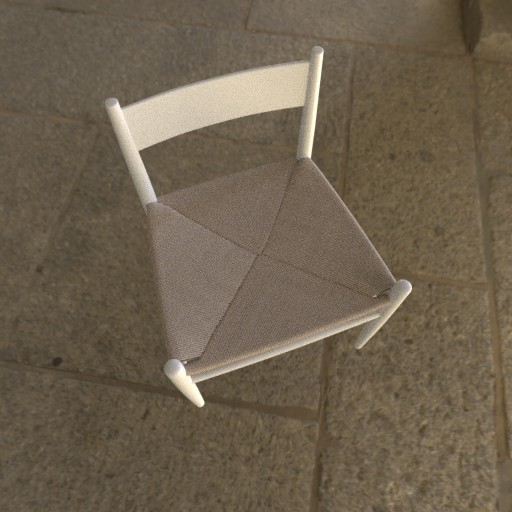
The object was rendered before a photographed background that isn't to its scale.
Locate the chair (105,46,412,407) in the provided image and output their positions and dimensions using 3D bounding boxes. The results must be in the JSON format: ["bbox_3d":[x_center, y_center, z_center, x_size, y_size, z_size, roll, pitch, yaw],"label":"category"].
[{"bbox_3d":[0.000,0.000,1.117,0.556,0.762,0.495,-18,65,-9],"label":"chair"}]
